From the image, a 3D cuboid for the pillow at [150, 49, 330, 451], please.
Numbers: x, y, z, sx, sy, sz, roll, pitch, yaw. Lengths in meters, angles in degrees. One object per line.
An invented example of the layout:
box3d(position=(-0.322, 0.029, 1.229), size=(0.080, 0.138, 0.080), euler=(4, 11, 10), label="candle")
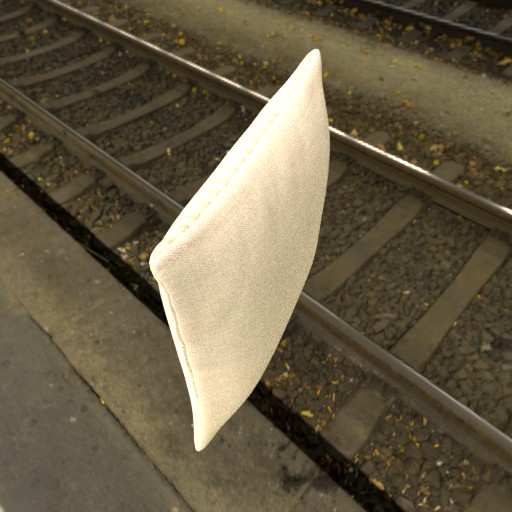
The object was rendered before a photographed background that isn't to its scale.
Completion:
box3d(position=(0.000, 0.000, 0.760), size=(0.166, 0.510, 0.523), euler=(17, 49, 15), label="pillow")
